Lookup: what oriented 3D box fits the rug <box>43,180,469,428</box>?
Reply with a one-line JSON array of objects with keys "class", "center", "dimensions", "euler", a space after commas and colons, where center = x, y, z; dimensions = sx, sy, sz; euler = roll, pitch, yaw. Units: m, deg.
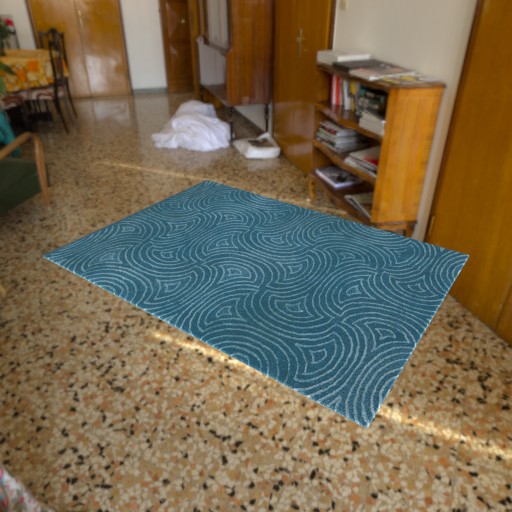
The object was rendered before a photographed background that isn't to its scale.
[{"class": "rug", "center": [0.000, 0.000, 2.745], "dimensions": [2.144, 0.015, 1.543], "euler": [20, 37, 30]}]
